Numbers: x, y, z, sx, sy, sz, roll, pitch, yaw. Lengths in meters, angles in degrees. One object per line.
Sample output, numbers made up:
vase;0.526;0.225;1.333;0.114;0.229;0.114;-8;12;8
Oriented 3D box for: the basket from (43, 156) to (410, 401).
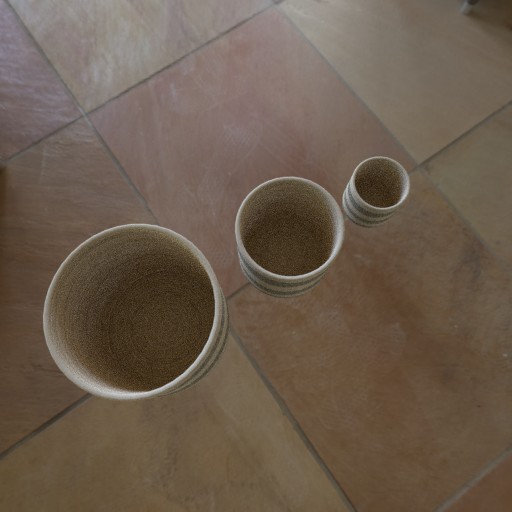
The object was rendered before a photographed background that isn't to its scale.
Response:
basket;0.000;0.000;1.068;0.917;0.356;0.351;-31;77;-8
